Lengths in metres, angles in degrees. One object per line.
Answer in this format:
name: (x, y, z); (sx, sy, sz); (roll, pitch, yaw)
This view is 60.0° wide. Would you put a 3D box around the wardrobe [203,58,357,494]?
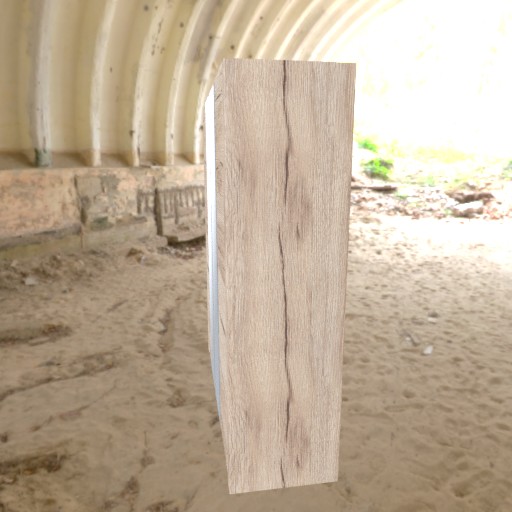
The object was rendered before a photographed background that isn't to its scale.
wardrobe: (0.000, 0.000, 2.948); (0.580, 2.070, 1.810); (-2, 13, -9)
